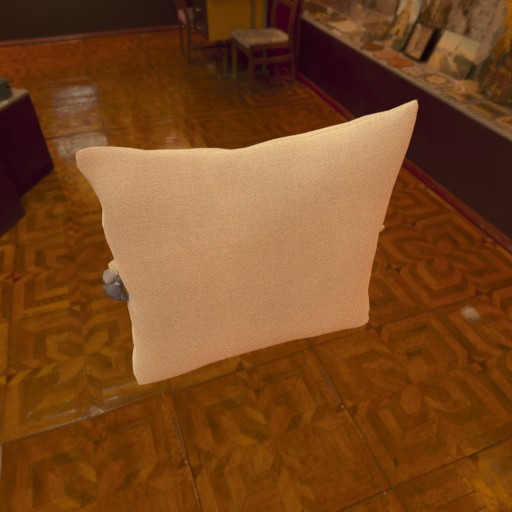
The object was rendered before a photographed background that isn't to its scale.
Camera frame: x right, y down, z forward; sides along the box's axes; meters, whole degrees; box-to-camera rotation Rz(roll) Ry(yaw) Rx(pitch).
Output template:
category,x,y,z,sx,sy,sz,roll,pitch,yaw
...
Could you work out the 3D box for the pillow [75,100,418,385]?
category,x,y,z,sx,sy,sz,roll,pitch,yaw
pillow,0.000,0.000,0.738,0.489,0.481,0.165,-12,43,-14
